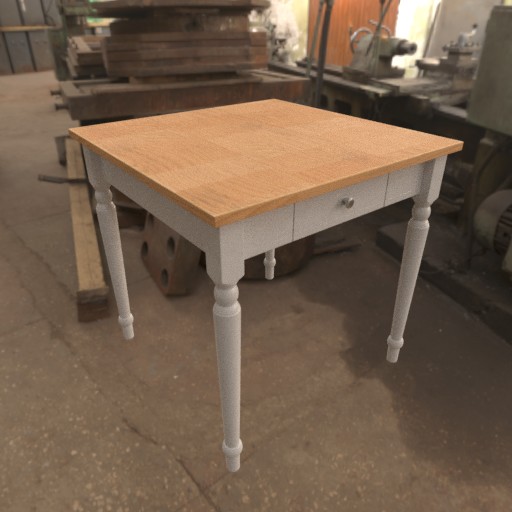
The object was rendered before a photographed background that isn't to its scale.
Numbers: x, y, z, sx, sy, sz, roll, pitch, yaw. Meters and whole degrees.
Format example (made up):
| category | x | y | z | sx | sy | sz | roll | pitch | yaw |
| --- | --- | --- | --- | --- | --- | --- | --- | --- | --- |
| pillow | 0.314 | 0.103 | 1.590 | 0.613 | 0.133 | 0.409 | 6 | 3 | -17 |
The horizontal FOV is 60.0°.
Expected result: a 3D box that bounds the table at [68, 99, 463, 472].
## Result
| category | x | y | z | sx | sy | sz | roll | pitch | yaw |
| --- | --- | --- | --- | --- | --- | --- | --- | --- | --- |
| table | 0.000 | 0.000 | 1.357 | 0.747 | 0.738 | 0.747 | -21 | 36 | -32 |
